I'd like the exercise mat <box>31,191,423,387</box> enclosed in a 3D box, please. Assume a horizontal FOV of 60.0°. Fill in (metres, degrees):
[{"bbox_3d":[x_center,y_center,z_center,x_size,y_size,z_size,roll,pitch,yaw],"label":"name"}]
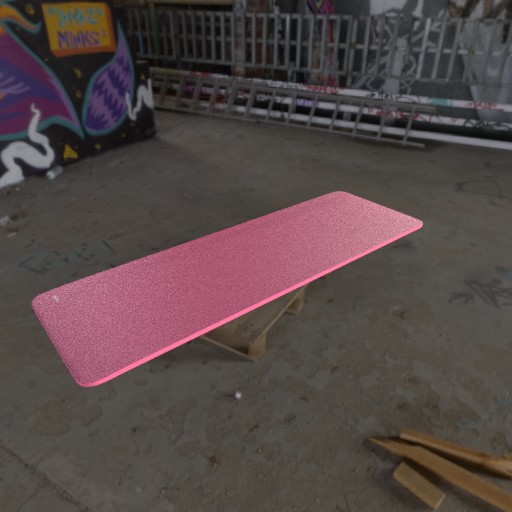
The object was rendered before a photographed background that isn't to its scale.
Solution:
[{"bbox_3d":[0.000,0.000,2.093,1.884,0.021,0.616,-22,37,-33],"label":"exercise mat"}]
